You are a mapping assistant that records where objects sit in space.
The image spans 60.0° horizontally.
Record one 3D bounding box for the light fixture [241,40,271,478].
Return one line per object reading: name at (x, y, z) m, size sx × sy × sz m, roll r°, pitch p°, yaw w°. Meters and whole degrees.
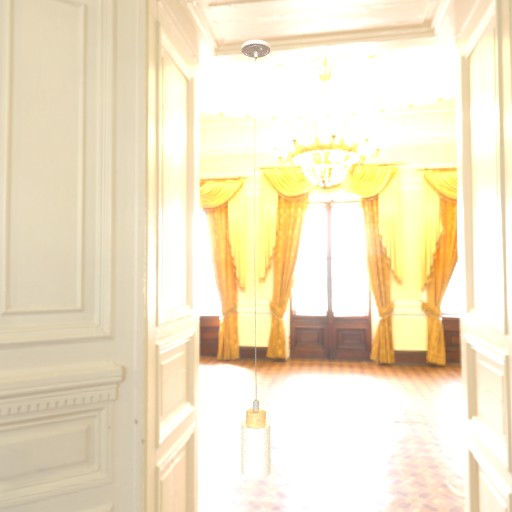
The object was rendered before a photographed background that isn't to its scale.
light fixture at (0.000, 0.000, 1.877) m, size 0.125 × 1.798 × 0.125 m, roll 1°, pitch -2°, yaw -36°
